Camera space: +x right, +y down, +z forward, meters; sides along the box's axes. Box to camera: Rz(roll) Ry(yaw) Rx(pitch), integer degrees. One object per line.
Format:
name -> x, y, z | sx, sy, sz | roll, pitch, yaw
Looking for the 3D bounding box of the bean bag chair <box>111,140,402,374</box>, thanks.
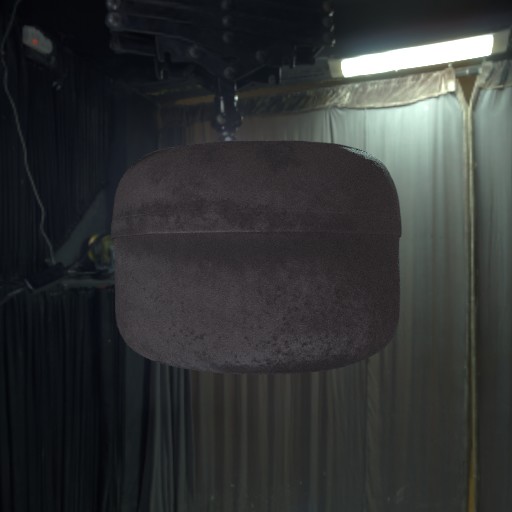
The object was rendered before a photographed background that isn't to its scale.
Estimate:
bean bag chair -> 0.000, 0.000, 1.471 | 0.918, 0.605, 0.918 | 0, 0, 0
